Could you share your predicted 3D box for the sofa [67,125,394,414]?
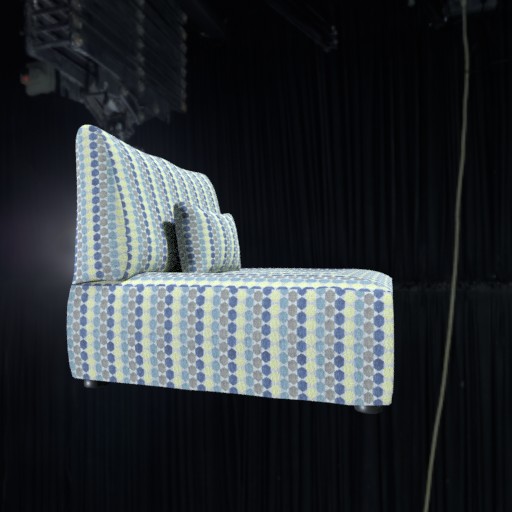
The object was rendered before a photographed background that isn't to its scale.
[{"bbox_3d":[0.000,0.000,1.692,1.000,0.830,0.930,0,0,17],"label":"sofa"}]
